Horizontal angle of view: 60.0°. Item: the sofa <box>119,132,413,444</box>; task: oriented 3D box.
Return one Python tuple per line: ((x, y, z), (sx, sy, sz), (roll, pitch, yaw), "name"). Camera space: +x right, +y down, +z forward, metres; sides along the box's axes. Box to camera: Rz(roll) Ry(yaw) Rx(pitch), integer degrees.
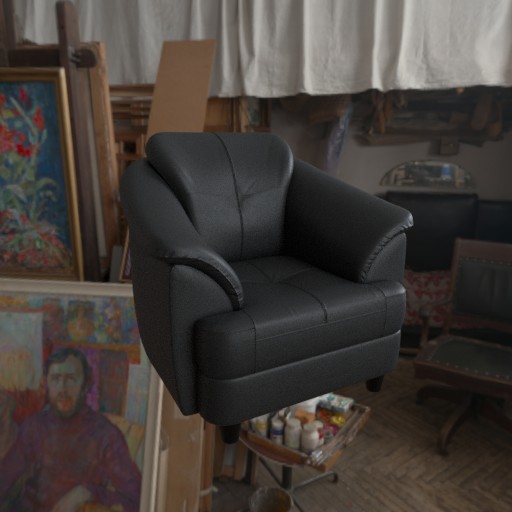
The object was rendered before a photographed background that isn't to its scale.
((0.000, 0.000, 1.500), (0.870, 0.811, 0.794), (-8, 17, -27), "sofa")
